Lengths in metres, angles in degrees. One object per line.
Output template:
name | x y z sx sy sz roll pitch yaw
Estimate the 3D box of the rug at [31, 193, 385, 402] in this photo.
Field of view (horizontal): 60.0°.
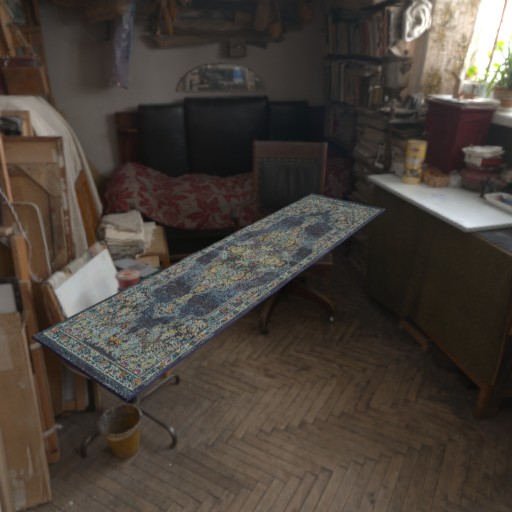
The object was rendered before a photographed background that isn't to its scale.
rug | 0.000 0.000 2.468 0.602 0.016 2.283 18 32 32
